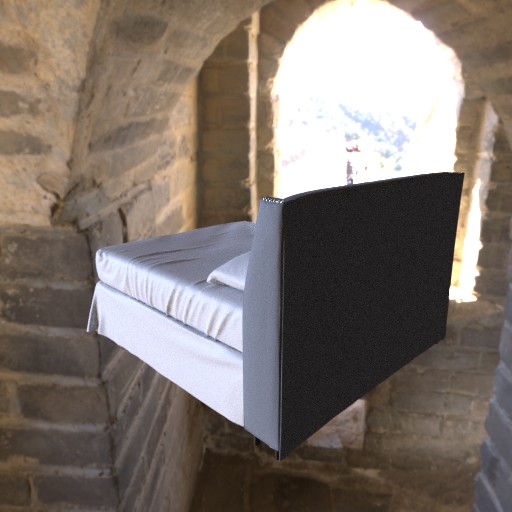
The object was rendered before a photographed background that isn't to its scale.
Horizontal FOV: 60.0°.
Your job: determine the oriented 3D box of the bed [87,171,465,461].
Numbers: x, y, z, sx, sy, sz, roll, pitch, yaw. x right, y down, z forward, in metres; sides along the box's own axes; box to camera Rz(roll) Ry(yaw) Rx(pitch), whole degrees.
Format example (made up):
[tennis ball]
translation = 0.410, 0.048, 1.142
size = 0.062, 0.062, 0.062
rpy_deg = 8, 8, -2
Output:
[bed]
translation = 0.000, 0.000, 3.402
size = 1.925, 1.332, 2.276
rpy_deg = -15, 22, -42
